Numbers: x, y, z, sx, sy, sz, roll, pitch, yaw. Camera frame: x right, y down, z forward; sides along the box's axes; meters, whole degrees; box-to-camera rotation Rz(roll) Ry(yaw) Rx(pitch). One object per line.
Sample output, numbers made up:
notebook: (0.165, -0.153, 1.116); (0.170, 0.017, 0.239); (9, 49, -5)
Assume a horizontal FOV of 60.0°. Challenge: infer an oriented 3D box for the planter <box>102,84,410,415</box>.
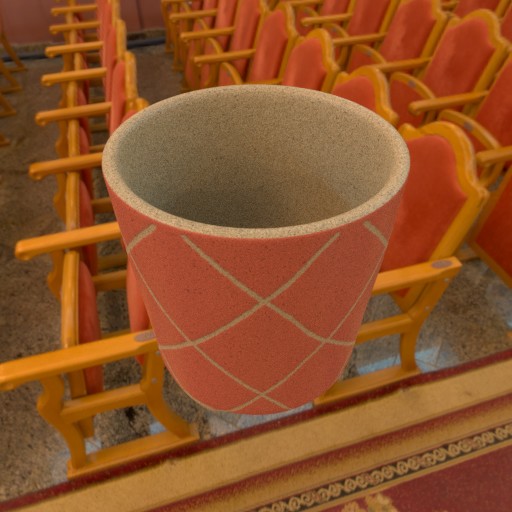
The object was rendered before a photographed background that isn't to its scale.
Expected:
planter: (0.000, 0.000, 0.414); (0.227, 0.235, 0.227); (0, 42, 0)
